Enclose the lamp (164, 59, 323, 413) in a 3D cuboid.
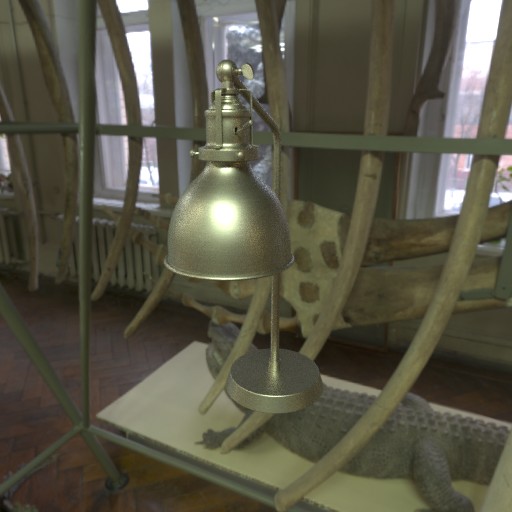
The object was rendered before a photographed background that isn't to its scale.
[{"bbox_3d":[0.000,0.000,0.577,0.153,0.456,0.286,8,19,25],"label":"lamp"}]
